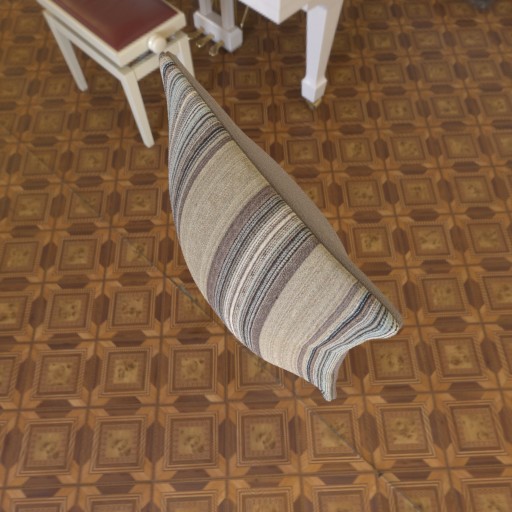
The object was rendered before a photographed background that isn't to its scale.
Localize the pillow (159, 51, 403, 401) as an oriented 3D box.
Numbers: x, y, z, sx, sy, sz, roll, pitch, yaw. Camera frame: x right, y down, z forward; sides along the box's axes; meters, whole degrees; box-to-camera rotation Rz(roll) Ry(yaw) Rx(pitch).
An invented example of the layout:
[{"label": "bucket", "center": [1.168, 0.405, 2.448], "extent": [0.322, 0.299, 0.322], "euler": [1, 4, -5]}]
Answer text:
[{"label": "pillow", "center": [0.000, 0.000, 0.649], "extent": [0.189, 0.416, 0.435], "euler": [-31, 68, -14]}]
